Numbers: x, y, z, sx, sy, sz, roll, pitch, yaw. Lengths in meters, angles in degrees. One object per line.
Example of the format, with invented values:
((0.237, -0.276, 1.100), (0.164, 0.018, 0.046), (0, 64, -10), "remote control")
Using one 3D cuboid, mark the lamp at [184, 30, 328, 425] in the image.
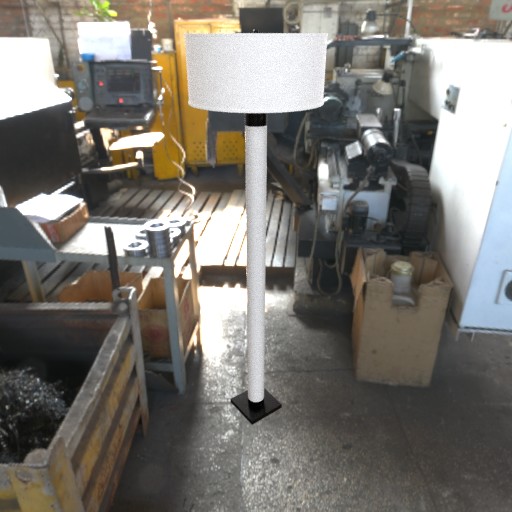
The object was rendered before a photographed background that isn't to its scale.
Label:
((0.000, 0.000, 1.625), (0.420, 1.475, 0.420), (-18, 32, -32), "lamp")
